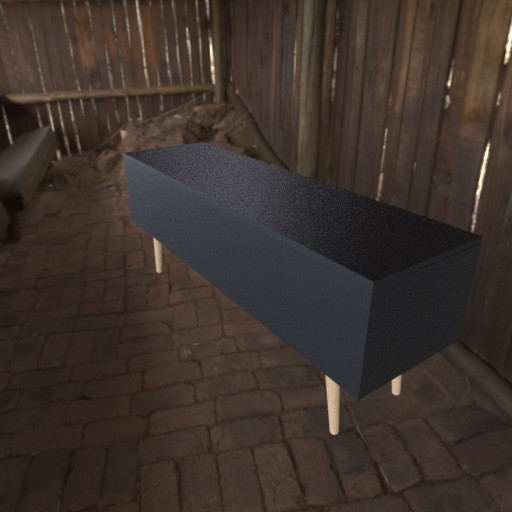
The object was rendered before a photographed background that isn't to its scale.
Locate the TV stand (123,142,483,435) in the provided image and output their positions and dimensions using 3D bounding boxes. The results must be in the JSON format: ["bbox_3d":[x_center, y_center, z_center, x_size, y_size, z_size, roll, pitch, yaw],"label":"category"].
[{"bbox_3d":[0.000,0.000,1.522,0.390,0.518,1.312,-17,31,-31],"label":"TV stand"}]
